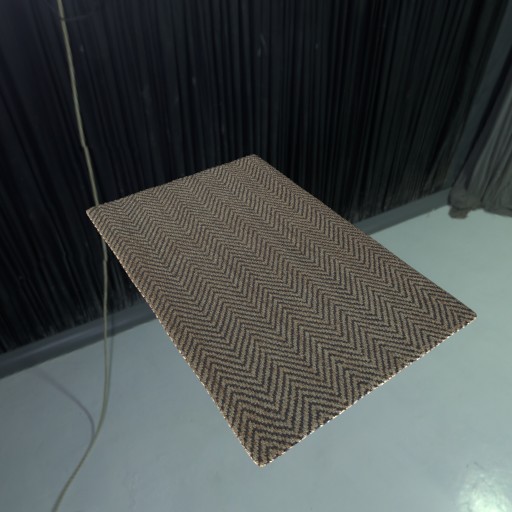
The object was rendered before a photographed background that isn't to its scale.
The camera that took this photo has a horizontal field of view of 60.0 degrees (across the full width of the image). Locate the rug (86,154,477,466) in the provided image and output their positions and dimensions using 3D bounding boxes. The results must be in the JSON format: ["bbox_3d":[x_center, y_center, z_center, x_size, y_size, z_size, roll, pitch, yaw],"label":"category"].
[{"bbox_3d":[0.000,0.000,2.324,1.219,0.008,1.828,-24,47,-25],"label":"rug"}]
